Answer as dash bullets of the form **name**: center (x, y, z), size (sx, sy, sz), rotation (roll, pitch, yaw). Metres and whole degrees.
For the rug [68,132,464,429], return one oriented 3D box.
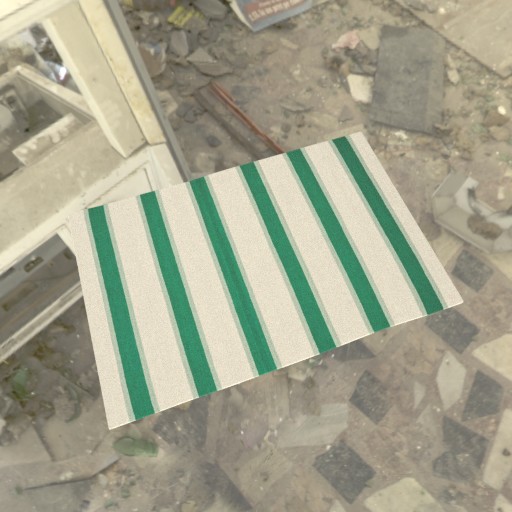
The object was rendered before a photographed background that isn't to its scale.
- **rug**: center (0.000, 0.000, 2.388), size (1.829, 0.012, 1.210), rotation (-18, 64, -9)
